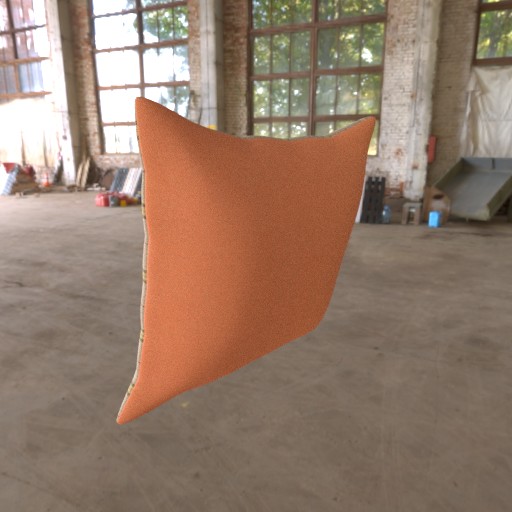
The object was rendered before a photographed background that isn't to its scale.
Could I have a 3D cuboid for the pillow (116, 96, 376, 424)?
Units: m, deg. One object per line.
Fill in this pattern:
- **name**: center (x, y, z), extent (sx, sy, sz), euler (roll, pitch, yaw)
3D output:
- **pillow**: center (0.000, 0.000, 0.687), extent (0.453, 0.430, 0.200), euler (-14, 20, -43)
